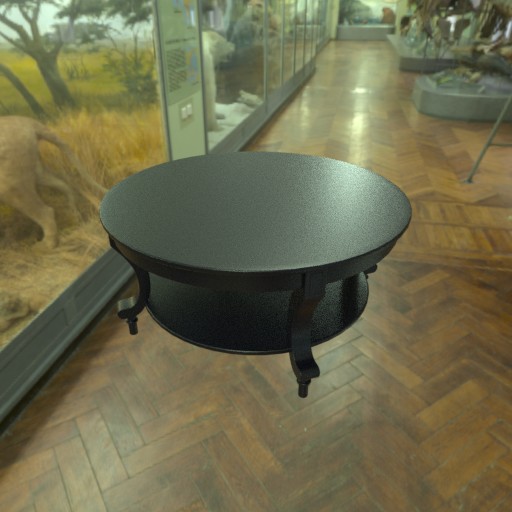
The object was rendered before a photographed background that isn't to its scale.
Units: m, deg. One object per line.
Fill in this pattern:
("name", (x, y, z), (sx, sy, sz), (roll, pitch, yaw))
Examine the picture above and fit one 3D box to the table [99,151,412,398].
("table", (0.000, 0.000, 1.637), (1.029, 0.491, 1.029), (0, 29, 0))
